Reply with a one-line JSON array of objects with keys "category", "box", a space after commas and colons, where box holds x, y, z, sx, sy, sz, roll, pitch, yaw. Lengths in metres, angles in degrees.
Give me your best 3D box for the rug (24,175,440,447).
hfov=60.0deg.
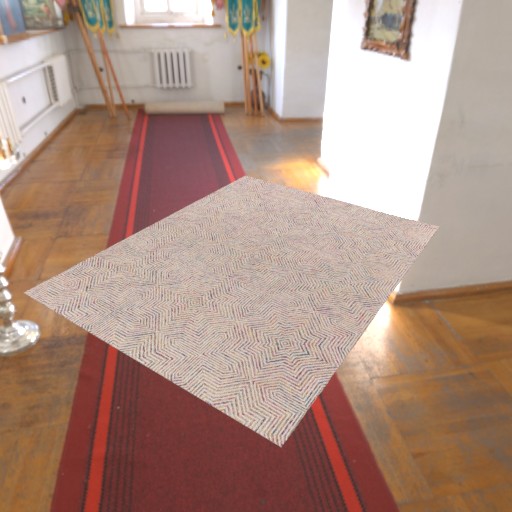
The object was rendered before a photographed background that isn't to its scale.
[{"category": "rug", "box": [0.000, 0.000, 4.038, 2.442, 0.008, 3.046, 20, 37, 29]}]
